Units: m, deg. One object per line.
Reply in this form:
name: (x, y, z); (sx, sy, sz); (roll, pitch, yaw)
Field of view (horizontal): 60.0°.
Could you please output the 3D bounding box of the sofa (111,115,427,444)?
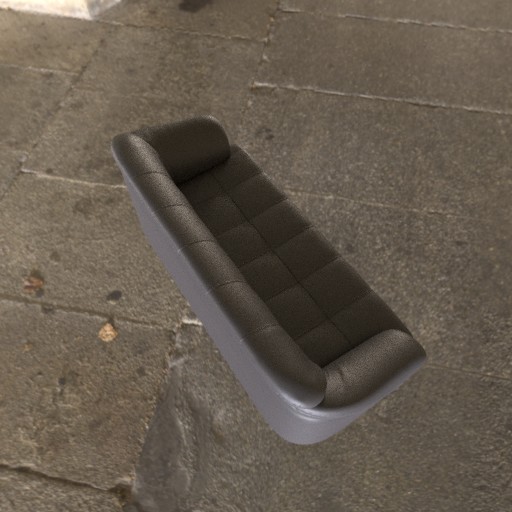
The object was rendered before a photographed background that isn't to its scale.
sofa: (0.000, 0.000, 2.297); (0.800, 0.811, 1.829); (-30, 63, -17)
